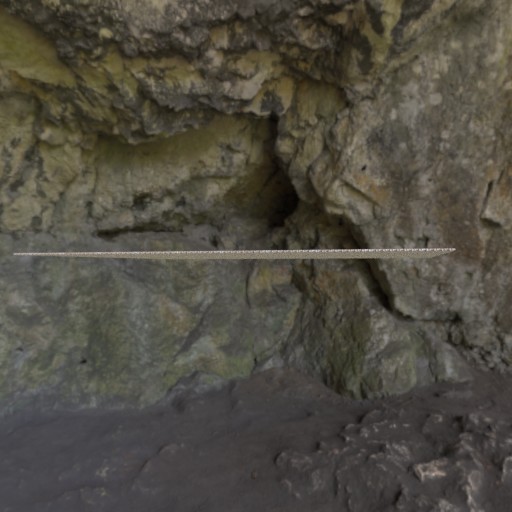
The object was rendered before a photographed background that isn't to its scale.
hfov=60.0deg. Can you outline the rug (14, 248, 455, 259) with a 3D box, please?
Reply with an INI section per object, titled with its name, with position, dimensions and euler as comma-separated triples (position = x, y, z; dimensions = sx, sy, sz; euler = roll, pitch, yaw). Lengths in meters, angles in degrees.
[rug]
position = 0.000, 0.000, 3.793
dimensions = 2.894, 0.013, 2.286
euler = 0, -1, 18
